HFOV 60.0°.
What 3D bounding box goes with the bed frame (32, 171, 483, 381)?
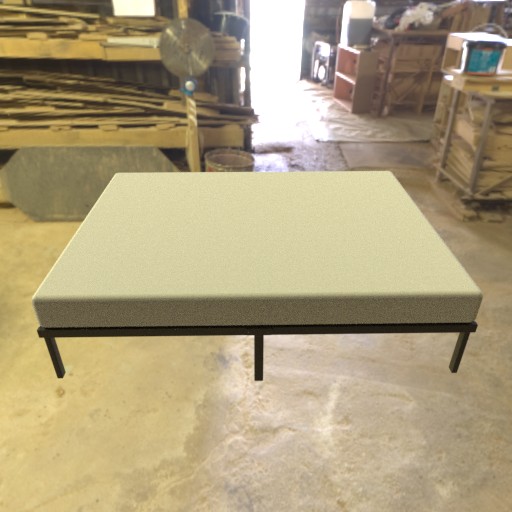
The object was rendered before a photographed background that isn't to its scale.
[{"bbox_3d":[0.000,0.000,3.532,2.635,0.680,1.990,-1,32,-1],"label":"bed frame"}]
